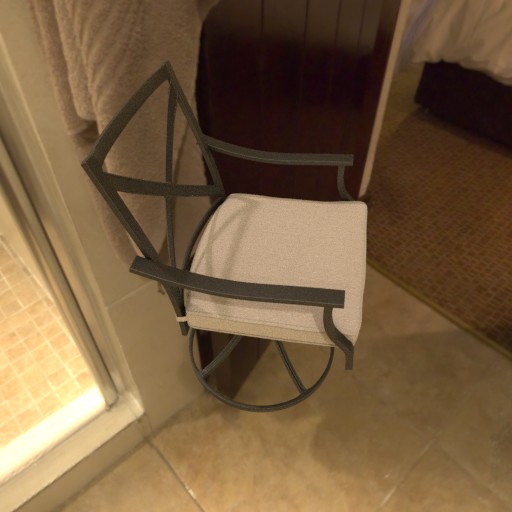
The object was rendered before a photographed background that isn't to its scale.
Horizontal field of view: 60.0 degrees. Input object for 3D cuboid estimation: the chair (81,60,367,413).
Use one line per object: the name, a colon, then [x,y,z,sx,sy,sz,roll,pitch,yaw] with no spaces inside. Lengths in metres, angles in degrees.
chair: [0.000,0.000,1.285,0.620,0.889,0.575,8,46,7]
